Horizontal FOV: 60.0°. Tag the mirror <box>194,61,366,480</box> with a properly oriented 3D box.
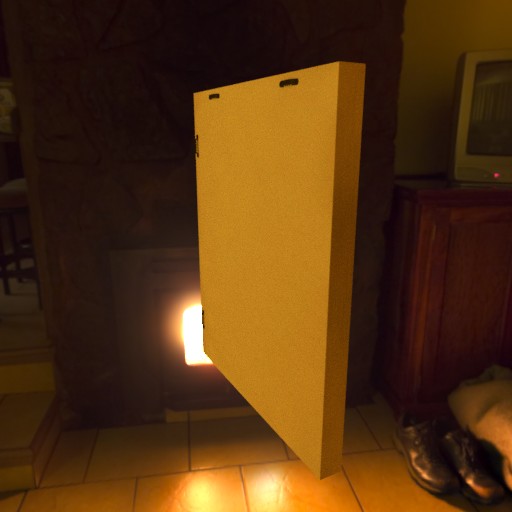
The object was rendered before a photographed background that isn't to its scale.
[{"bbox_3d":[0.000,0.000,0.693,0.041,0.509,0.406,-8,17,-28],"label":"mirror"}]
